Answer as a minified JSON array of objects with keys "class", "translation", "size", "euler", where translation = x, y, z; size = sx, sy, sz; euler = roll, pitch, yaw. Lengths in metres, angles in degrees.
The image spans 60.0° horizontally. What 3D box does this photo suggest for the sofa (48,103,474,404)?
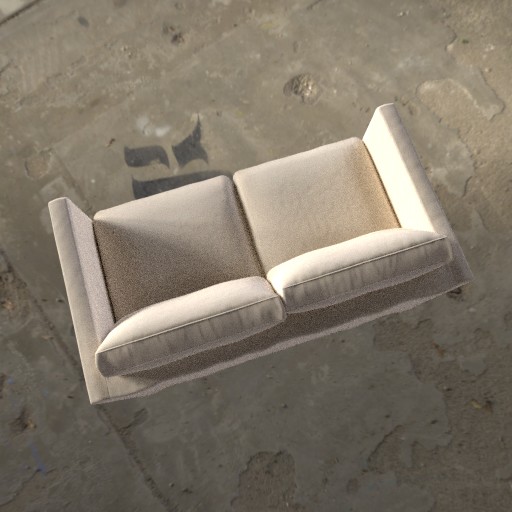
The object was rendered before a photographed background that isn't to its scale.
[{"class":"sofa","translation":[0.000,0.000,2.257],"size":[1.746,0.834,0.962],"euler":[-17,76,-5]}]
